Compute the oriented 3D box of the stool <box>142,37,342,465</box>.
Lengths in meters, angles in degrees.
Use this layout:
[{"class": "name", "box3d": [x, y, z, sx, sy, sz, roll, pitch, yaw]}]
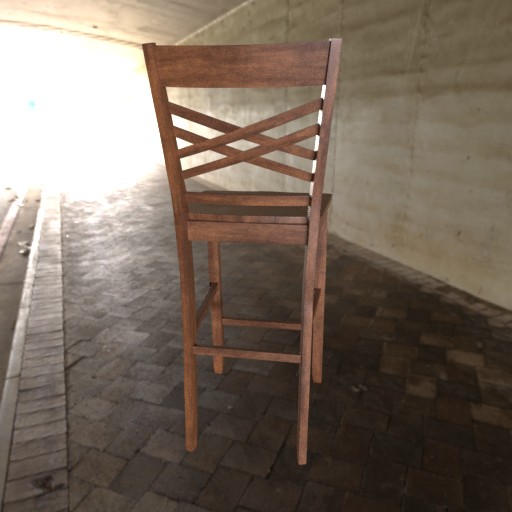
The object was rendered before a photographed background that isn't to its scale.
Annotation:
[{"class": "stool", "box3d": [0.000, 0.000, 1.321, 0.433, 1.105, 0.487, 3, 18, 9]}]
